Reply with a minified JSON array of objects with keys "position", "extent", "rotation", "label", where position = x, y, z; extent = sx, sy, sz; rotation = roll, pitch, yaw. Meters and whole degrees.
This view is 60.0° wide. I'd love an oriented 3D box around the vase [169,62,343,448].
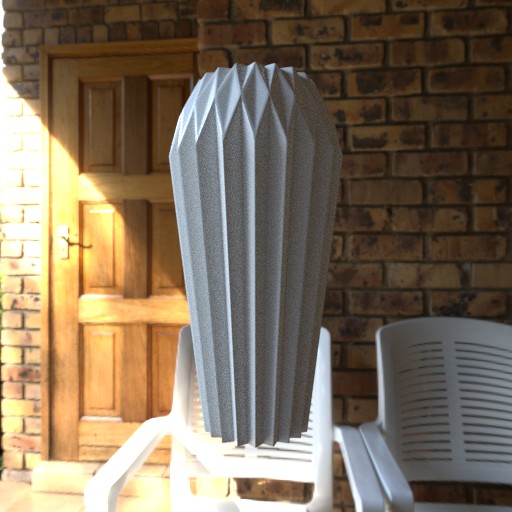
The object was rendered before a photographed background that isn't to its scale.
[{"position":[0.000,0.000,0.344],"extent":[0.133,0.263,0.133],"rotation":[0,0,0],"label":"vase"}]
